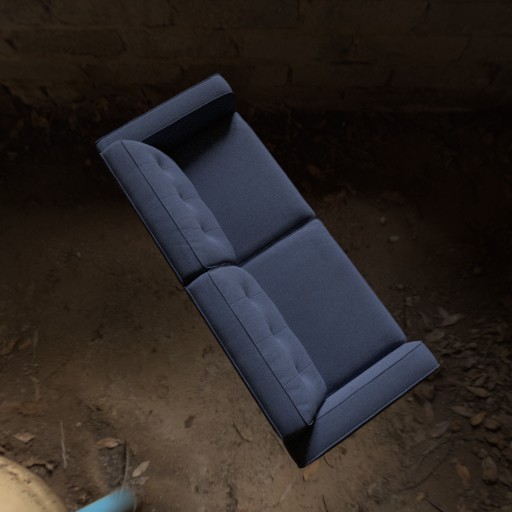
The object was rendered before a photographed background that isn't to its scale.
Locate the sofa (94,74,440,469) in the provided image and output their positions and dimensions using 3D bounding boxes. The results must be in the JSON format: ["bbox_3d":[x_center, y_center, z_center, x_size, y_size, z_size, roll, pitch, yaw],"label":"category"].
[{"bbox_3d":[0.000,0.000,2.743,0.953,0.782,2.270,-33,77,-8],"label":"sofa"}]
